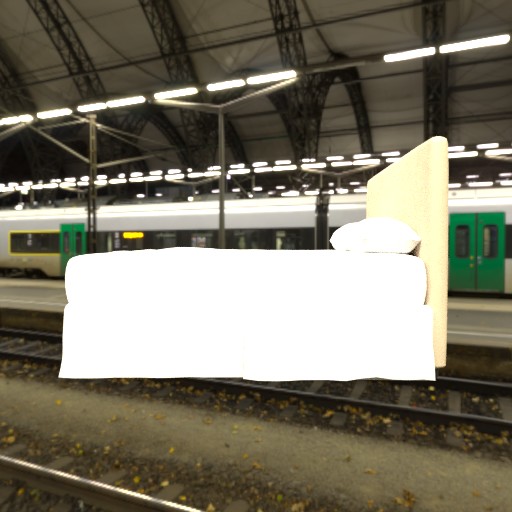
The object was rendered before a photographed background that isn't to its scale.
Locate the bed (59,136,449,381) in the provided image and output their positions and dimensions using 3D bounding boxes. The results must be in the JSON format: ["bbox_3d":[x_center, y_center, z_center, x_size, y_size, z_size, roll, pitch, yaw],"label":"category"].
[{"bbox_3d":[0.000,0.000,3.186,2.142,1.330,1.723,0,1,2],"label":"bed"}]
